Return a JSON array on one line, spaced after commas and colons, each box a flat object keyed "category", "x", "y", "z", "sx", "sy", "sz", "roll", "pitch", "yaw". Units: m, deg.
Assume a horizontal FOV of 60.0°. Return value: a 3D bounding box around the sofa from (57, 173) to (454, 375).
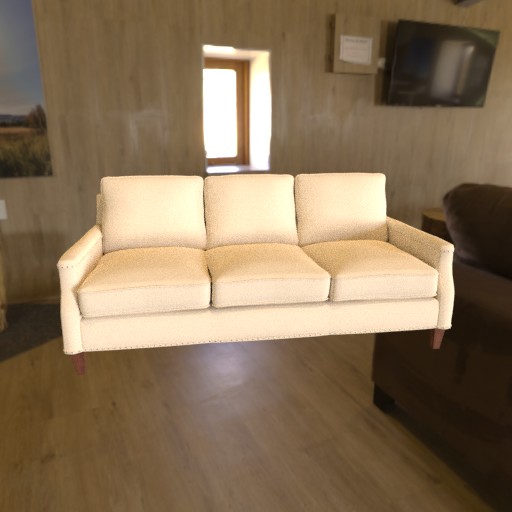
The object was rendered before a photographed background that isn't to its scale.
[{"category": "sofa", "x": 0.000, "y": 0.000, "z": 2.924, "sx": 2.246, "sy": 1.003, "sz": 1.084, "roll": -2, "pitch": 16, "yaw": -8}]
